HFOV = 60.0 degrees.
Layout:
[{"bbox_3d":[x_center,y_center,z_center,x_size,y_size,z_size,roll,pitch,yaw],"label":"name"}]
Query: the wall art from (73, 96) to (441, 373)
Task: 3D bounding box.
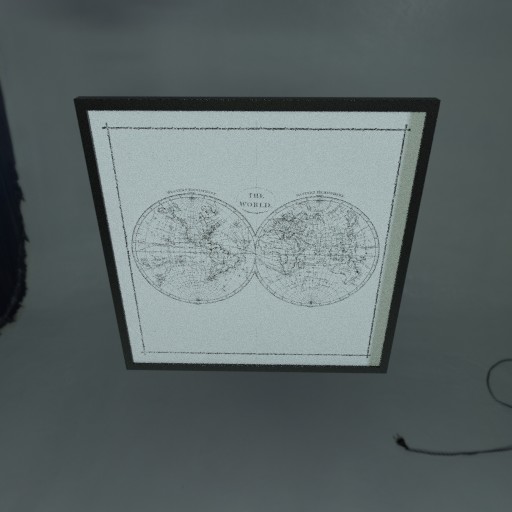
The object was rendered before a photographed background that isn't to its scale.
[{"bbox_3d":[0.000,0.000,1.137,0.773,0.775,0.031,1,30,1],"label":"wall art"}]
